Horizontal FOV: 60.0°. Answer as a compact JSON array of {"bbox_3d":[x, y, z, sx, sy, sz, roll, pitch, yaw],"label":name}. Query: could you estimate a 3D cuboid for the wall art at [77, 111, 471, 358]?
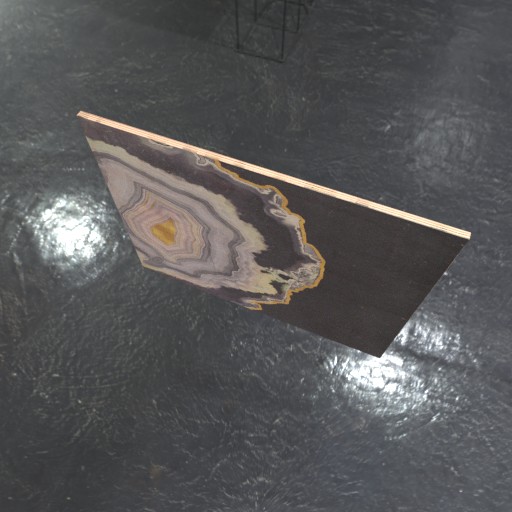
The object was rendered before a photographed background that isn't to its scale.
[{"bbox_3d":[0.000,0.000,0.710,0.508,0.408,0.010,20,61,11],"label":"wall art"}]
